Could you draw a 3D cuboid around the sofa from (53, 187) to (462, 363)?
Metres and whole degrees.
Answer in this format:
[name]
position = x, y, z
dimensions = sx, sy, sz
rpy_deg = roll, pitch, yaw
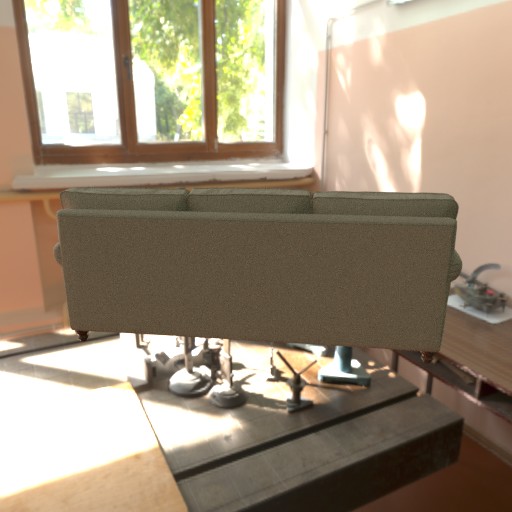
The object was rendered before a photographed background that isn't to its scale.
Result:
[sofa]
position = 0.000, 0.000, 2.885
dimensions = 2.354, 0.948, 0.966
rpy_deg = 2, 16, 7
